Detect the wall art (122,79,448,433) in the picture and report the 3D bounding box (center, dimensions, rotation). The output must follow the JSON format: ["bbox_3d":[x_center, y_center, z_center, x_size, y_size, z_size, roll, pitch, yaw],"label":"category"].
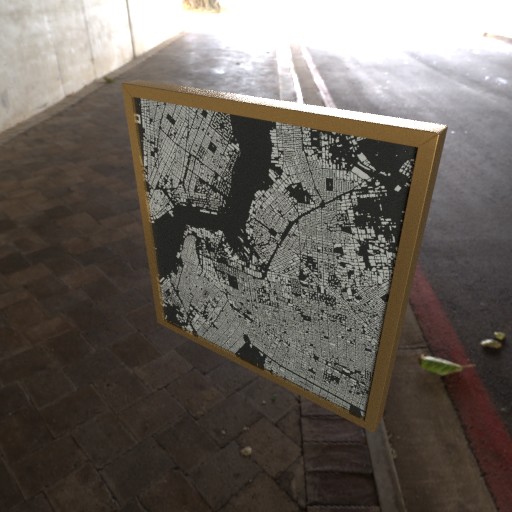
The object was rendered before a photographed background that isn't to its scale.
[{"bbox_3d":[0.000,0.000,0.451,0.305,0.305,0.023,20,37,29],"label":"wall art"}]
